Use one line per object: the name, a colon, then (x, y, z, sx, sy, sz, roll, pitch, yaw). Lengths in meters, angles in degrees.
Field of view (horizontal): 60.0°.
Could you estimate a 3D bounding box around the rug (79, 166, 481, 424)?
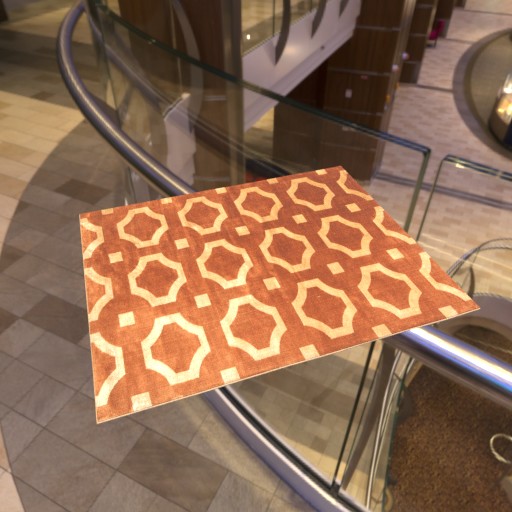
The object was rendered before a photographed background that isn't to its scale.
rug: (0.000, 0.000, 4.131, 3.049, 0.021, 2.466, -13, 43, -14)
